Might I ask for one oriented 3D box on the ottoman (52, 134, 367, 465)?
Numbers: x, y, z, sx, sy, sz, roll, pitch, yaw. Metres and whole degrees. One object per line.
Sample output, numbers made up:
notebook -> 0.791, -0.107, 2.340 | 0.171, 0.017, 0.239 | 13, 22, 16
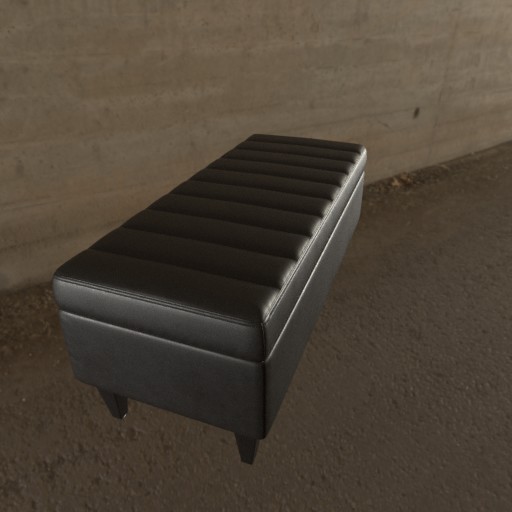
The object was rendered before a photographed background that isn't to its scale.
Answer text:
ottoman -> 0.000, 0.000, 1.385 | 0.482, 0.469, 1.151 | 11, 32, 18
